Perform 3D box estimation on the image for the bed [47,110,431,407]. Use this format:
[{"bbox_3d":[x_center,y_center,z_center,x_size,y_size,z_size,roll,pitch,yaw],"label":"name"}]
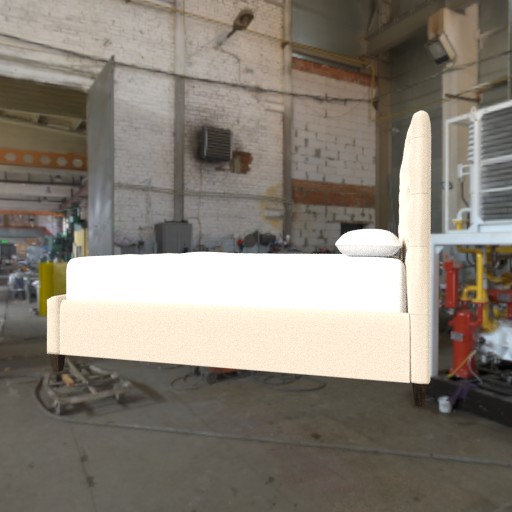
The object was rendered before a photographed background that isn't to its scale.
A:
[{"bbox_3d":[0.000,0.000,3.224,2.233,1.426,1.696,0,1,16],"label":"bed"}]
